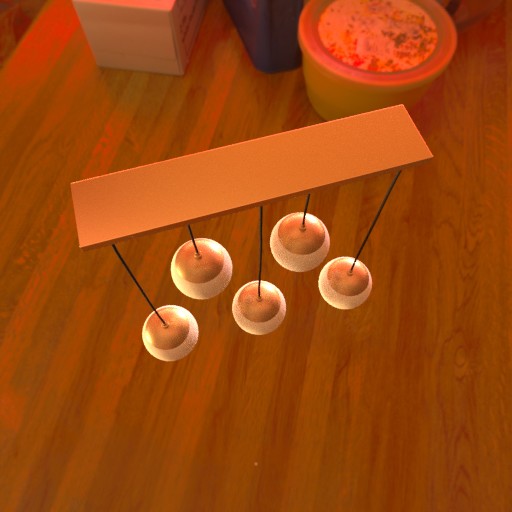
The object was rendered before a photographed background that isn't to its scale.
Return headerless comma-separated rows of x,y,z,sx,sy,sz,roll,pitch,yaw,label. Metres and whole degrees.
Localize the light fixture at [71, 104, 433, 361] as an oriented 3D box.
0.000,0.000,1.339,0.863,0.869,0.299,-15,66,-7,light fixture
